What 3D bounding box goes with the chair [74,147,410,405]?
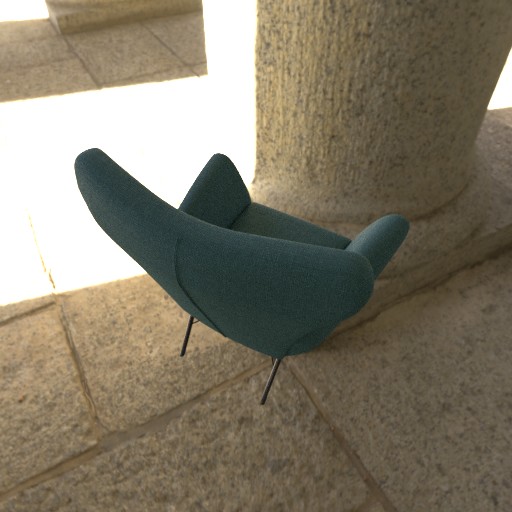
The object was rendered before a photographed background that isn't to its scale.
[{"bbox_3d":[0.000,0.000,1.778,1.050,0.980,0.900,24,50,21],"label":"chair"}]
